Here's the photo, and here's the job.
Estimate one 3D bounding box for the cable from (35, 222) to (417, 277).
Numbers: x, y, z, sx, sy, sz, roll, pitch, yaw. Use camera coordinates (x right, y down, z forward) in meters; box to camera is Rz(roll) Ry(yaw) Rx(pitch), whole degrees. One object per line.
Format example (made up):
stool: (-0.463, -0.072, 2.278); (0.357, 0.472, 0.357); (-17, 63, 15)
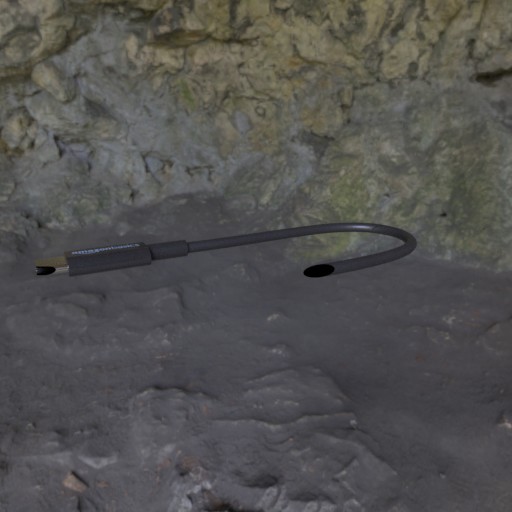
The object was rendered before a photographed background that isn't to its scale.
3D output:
cable: (0.000, 0.000, 0.111); (0.098, 0.005, 0.041); (-9, 20, -26)
